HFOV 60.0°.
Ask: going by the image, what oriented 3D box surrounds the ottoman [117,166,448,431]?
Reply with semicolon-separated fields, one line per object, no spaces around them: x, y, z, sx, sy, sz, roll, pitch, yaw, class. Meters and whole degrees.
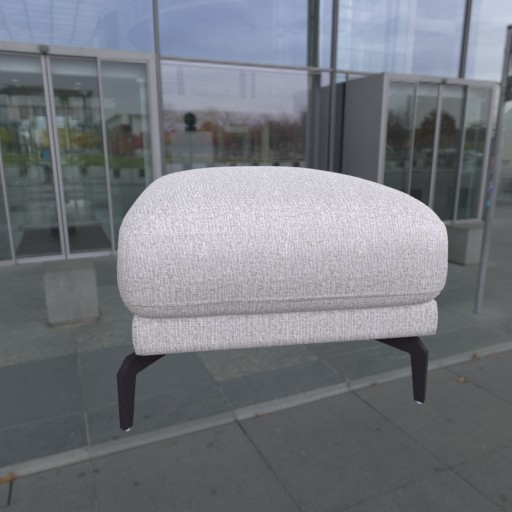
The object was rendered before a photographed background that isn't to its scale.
0.000;0.000;1.065;0.568;0.420;0.772;-2;14;-9;ottoman
